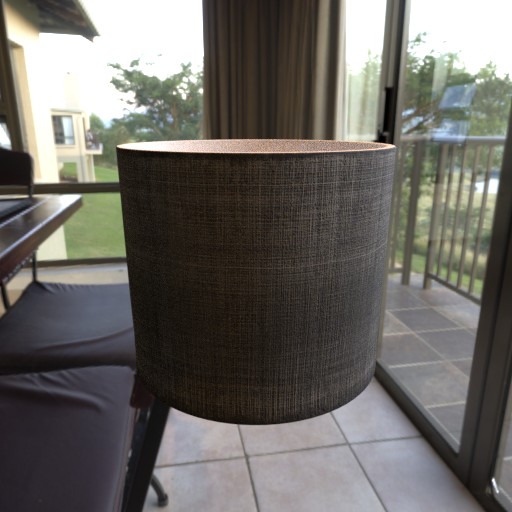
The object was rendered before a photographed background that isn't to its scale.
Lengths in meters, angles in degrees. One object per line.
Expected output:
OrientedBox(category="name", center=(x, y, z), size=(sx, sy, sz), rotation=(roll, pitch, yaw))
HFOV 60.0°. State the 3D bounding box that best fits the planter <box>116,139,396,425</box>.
OrientedBox(category="planter", center=(0.000, 0.000, 0.451), size=(0.254, 0.221, 0.254), rotation=(0, 17, 0))
